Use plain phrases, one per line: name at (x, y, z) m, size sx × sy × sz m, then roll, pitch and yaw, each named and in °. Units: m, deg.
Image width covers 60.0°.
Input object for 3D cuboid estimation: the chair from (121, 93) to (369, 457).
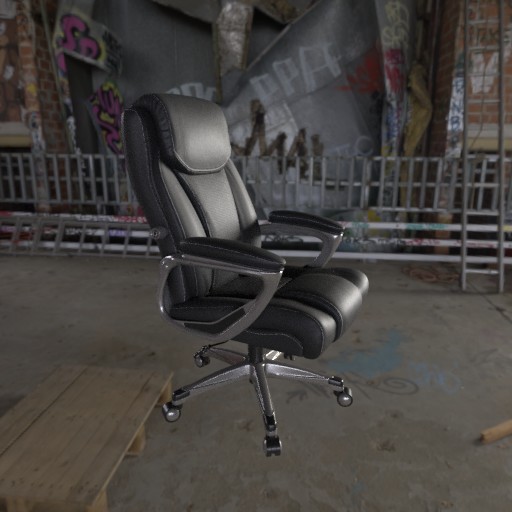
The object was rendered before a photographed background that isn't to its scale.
chair at (0.000, 0.000, 1.671) m, size 0.784 × 1.167 × 0.741 m, roll 7°, pitch 16°, yaw 26°
